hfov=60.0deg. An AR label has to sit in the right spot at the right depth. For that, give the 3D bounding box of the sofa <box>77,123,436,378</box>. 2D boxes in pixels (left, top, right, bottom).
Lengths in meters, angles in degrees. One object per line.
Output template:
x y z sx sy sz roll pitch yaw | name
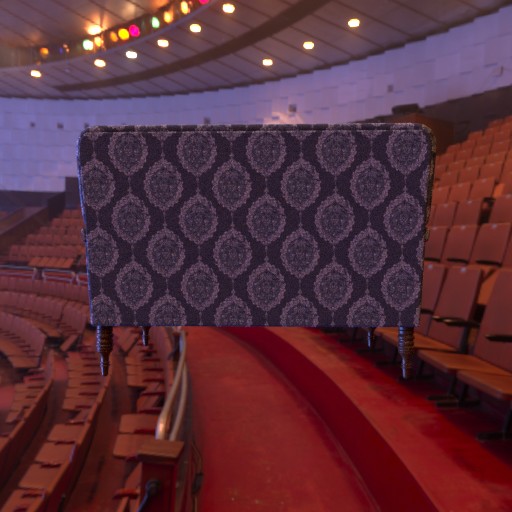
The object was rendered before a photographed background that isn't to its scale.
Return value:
0.000 0.000 1.827 1.297 0.867 0.779 0 0 2 | sofa
